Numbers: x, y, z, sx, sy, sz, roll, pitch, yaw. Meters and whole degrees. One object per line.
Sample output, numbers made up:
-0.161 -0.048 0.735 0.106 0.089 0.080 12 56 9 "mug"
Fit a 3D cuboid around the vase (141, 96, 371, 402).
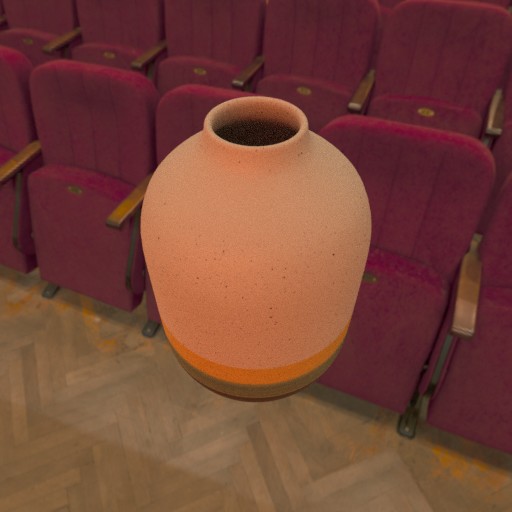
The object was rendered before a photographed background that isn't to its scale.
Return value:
0.000 0.000 0.357 0.169 0.240 0.169 0 46 0 "vase"
